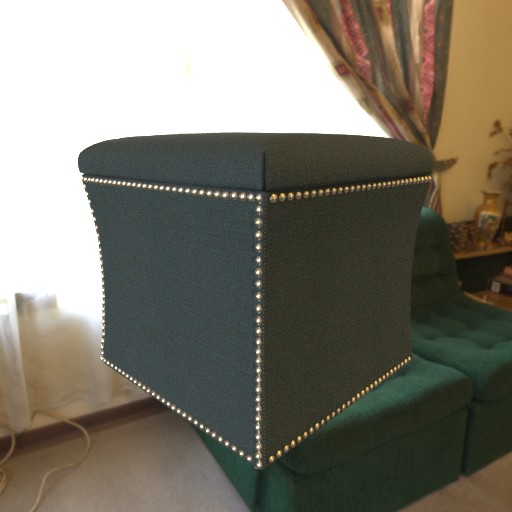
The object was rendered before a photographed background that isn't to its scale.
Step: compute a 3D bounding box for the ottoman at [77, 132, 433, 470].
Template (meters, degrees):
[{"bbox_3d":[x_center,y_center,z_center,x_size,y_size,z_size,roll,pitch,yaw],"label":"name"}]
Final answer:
[{"bbox_3d":[0.000,0.000,0.885,0.507,0.475,0.497,13,19,43],"label":"ottoman"}]
